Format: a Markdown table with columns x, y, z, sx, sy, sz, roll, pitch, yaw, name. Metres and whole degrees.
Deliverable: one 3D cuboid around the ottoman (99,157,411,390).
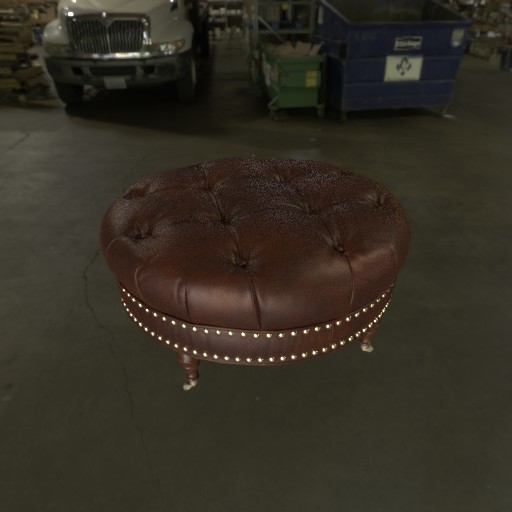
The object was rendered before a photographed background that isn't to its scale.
| x | y | z | sx | sy | sz | roll | pitch | yaw | name |
| --- | --- | --- | --- | --- | --- | --- | --- | --- | --- |
| 0.000 | 0.000 | 1.399 | 0.901 | 0.455 | 0.901 | 0 | 31 | 0 | ottoman |
